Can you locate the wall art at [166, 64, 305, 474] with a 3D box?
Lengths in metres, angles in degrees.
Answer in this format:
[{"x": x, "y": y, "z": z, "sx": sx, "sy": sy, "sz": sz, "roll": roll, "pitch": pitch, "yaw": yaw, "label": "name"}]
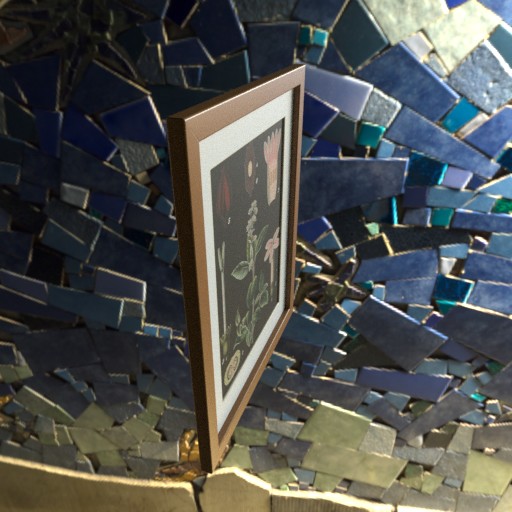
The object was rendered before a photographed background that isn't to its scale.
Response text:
[{"x": 0.000, "y": 0.000, "z": 0.747, "sx": 0.021, "sy": 0.550, "sz": 0.449, "roll": 11, "pitch": 32, "yaw": 18, "label": "wall art"}]
